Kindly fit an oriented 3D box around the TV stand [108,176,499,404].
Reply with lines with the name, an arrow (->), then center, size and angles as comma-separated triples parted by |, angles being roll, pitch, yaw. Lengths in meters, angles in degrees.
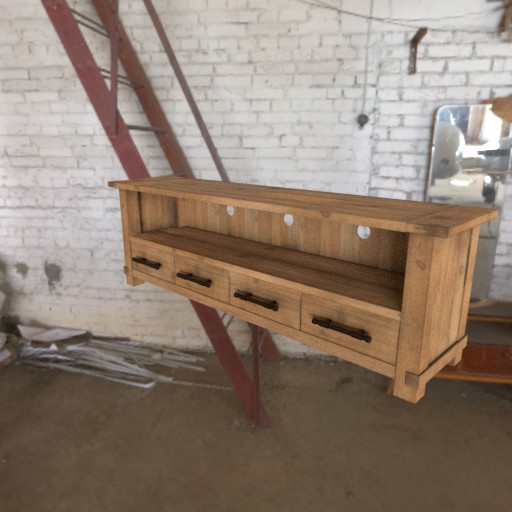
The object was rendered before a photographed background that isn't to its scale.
TV stand -> 0.000, 0.000, 1.993 | 1.804, 0.573, 0.453 | 14, 21, 42
